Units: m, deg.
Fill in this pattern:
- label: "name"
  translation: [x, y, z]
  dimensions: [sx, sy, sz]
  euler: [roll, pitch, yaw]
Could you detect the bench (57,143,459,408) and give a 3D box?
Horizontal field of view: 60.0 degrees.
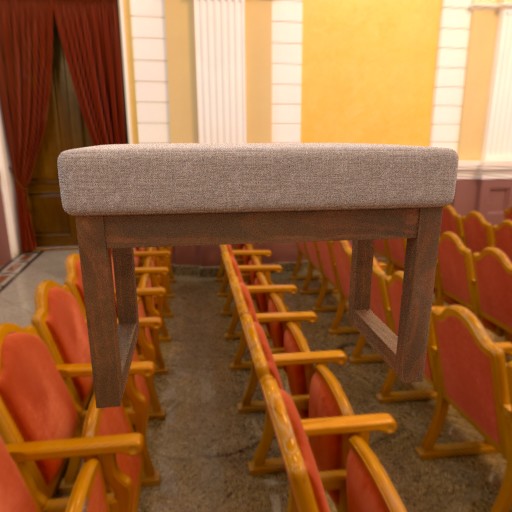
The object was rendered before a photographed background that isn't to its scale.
- label: "bench"
  translation: [0.000, 0.000, 0.957]
  dimensions: [0.681, 0.467, 0.366]
  euler: [-2, 16, -8]
